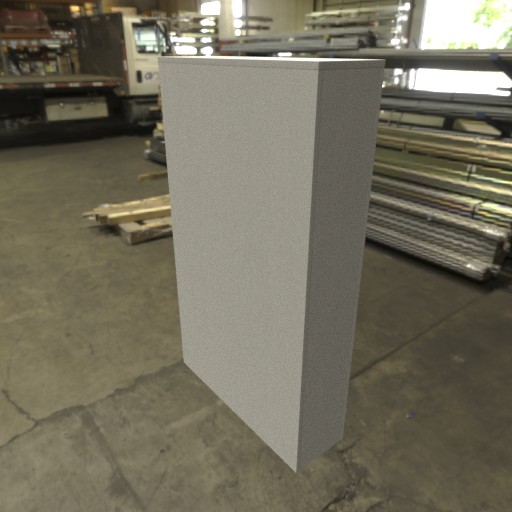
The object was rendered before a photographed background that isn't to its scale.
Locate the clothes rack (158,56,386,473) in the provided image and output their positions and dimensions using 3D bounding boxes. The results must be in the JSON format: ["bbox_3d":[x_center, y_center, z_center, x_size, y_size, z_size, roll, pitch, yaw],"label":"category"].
[{"bbox_3d":[0.000,0.000,1.569,0.250,1.280,0.750,-19,31,-34],"label":"clothes rack"}]
